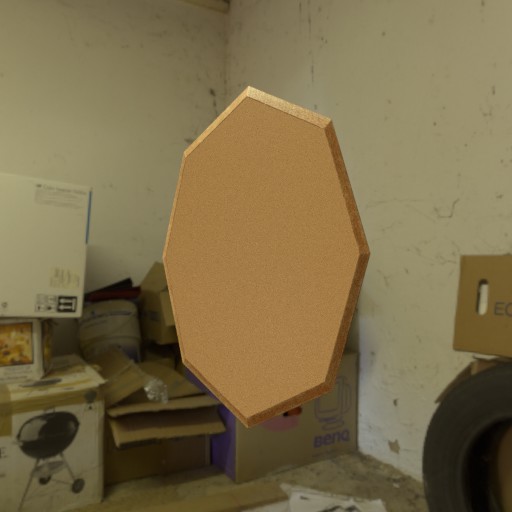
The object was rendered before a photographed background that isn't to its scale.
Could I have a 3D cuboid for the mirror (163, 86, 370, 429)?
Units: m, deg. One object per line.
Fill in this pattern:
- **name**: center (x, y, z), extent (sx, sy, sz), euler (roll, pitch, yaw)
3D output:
- **mirror**: center (0.000, 0.000, 1.024), extent (0.577, 0.774, 0.070), euler (-1, -2, 37)
